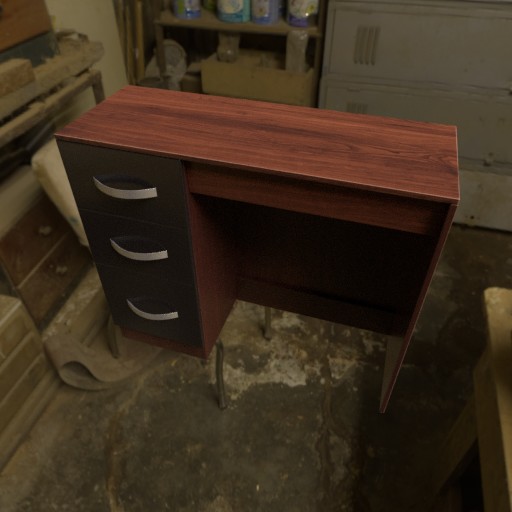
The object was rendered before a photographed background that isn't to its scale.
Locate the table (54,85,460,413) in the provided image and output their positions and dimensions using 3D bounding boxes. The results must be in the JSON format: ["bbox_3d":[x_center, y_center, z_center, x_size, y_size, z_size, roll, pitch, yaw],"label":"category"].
[{"bbox_3d":[0.000,0.000,1.334,0.930,0.790,0.380,12,42,13],"label":"table"}]
